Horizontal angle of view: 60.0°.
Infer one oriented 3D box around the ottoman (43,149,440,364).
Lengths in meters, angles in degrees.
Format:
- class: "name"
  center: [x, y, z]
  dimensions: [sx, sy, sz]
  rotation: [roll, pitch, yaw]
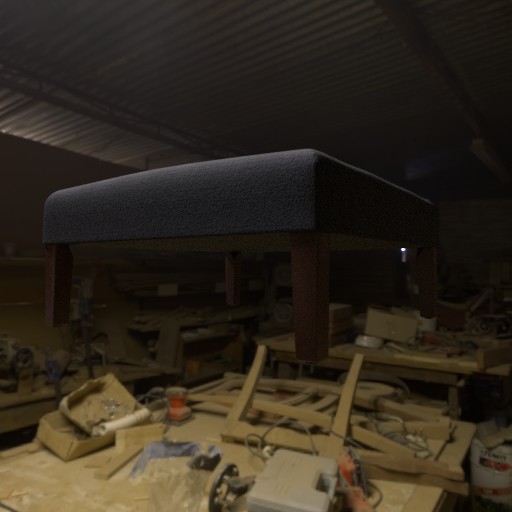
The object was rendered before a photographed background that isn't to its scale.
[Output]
- class: "ottoman"
  center: [0.000, 0.000, 1.378]
  dimensions: [0.890, 0.411, 0.889]
  rotation: [-1, -2, 35]
